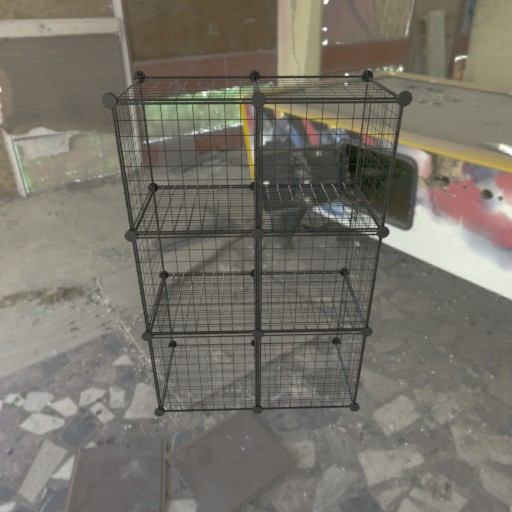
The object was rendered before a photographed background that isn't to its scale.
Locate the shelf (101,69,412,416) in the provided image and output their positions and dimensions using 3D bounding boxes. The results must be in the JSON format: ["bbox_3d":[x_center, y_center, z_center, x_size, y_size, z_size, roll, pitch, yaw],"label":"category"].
[{"bbox_3d":[0.000,0.000,1.428,0.711,1.067,0.356,-1,30,-2],"label":"shelf"}]
